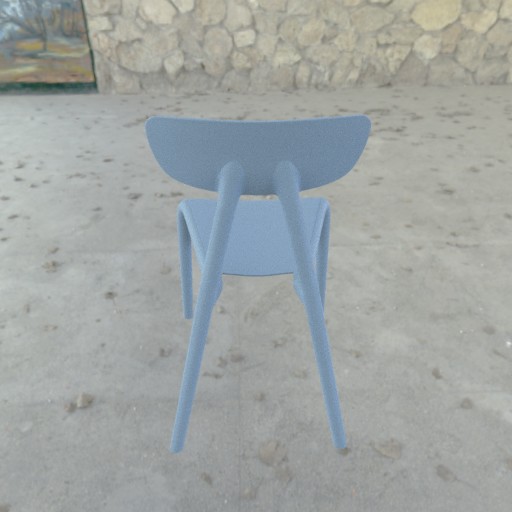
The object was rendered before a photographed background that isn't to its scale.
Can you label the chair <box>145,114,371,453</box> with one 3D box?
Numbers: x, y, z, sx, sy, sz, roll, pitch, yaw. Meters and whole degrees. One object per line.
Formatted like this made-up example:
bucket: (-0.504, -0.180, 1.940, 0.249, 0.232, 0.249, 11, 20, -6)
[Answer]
chair: (0.000, 0.000, 0.818, 0.356, 0.580, 0.401, -1, 31, -1)
